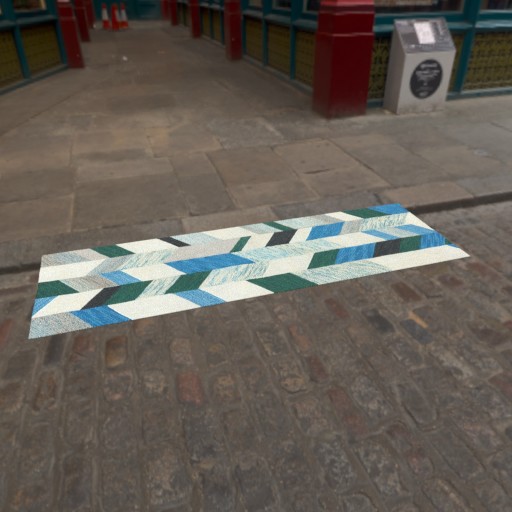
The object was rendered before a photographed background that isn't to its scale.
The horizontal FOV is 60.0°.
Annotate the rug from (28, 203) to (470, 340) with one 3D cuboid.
[{"bbox_3d":[0.000,0.000,2.645,2.437,0.008,0.774,-9,33,-15],"label":"rug"}]
